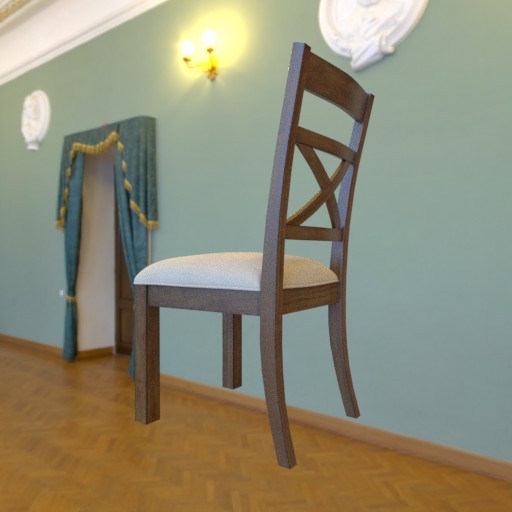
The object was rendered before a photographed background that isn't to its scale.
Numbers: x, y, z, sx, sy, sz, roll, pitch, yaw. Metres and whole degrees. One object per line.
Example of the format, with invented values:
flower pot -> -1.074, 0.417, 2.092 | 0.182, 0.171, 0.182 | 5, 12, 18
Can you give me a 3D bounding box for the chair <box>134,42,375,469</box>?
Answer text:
chair -> 0.000, 0.000, 1.290 | 0.581, 0.949, 0.461 | 1, 1, 36
